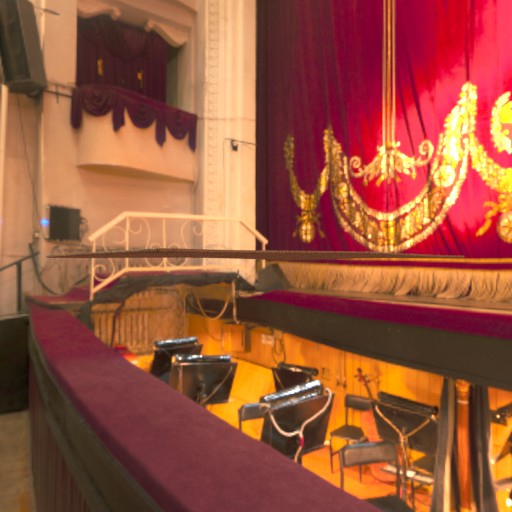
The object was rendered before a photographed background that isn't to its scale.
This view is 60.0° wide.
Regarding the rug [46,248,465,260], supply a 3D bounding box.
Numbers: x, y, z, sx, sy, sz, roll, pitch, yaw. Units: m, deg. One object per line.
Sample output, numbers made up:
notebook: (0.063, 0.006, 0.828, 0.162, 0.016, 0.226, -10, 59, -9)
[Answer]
rug: (0.000, 0.000, 5.005, 3.778, 0.053, 2.873, 1, -1, -38)
